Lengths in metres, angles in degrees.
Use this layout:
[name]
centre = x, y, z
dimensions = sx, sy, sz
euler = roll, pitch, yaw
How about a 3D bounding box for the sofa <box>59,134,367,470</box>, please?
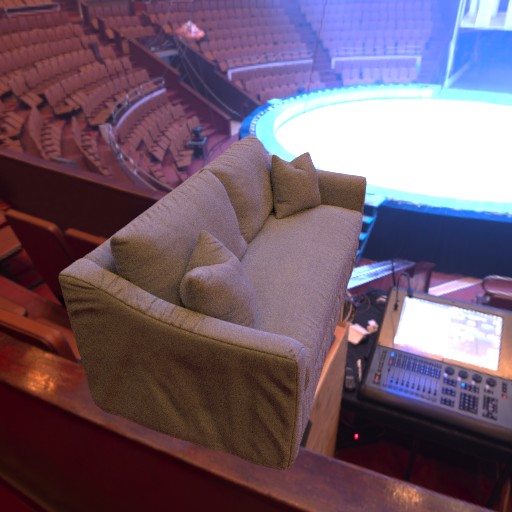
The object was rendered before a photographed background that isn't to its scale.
[sofa]
centre = 0.000, 0.000, 2.656
dimensions = 1.072, 1.018, 2.010
euler = 10, 32, 17
